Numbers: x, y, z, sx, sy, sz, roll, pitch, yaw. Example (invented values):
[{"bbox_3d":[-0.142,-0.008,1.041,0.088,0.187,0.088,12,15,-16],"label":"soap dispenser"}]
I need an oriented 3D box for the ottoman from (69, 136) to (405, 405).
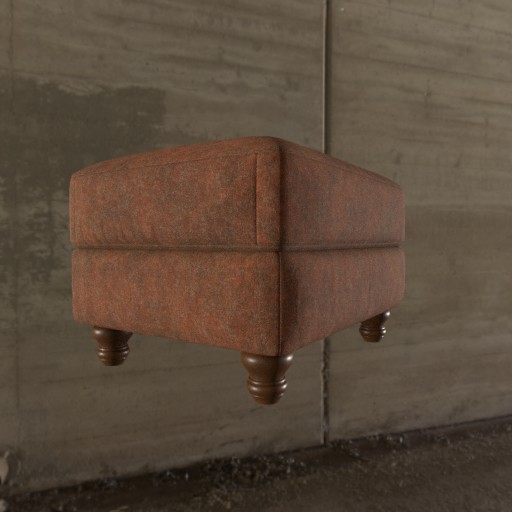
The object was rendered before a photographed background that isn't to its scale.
[{"bbox_3d":[0.000,0.000,1.176,0.635,0.508,0.787,1,3,34],"label":"ottoman"}]
